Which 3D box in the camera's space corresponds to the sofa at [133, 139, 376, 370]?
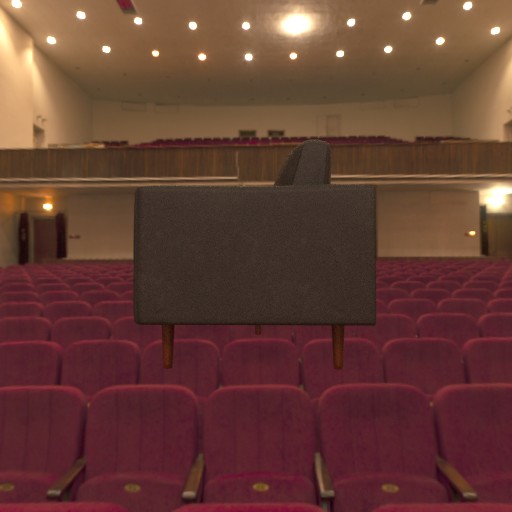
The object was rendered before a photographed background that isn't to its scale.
[{"bbox_3d":[0.000,0.000,2.551,0.879,0.899,2.029,0,-1,1],"label":"sofa"}]
